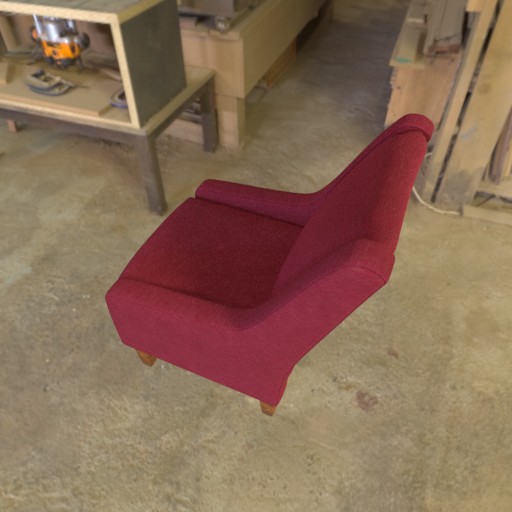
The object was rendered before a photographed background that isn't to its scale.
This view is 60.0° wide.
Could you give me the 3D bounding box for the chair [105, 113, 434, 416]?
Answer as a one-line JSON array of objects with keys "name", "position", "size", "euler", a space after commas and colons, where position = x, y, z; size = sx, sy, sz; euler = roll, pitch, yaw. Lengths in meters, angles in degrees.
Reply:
[{"name": "chair", "position": [0.000, 0.000, 1.720], "size": [0.985, 1.017, 0.793], "euler": [17, 48, 16]}]
